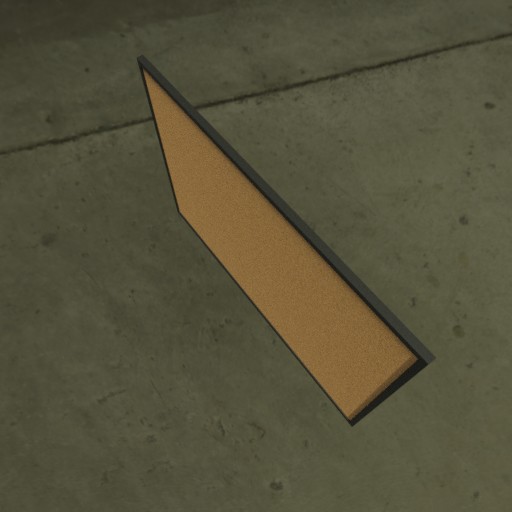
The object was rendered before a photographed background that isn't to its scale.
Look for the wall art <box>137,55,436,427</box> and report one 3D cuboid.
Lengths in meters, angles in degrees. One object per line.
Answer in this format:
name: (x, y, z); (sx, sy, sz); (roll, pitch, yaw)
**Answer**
wall art: (0.000, 0.000, 0.831); (0.013, 0.458, 0.664); (-33, 66, -17)
